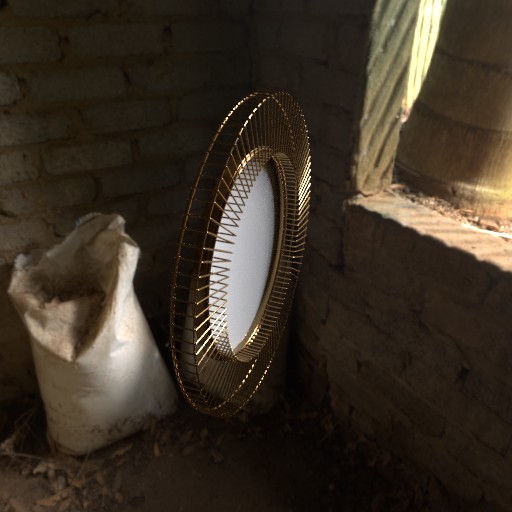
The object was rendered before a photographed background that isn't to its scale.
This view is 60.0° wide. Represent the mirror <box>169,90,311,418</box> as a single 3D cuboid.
[{"bbox_3d":[0.000,0.000,1.006,0.067,0.703,0.703,11,32,18],"label":"mirror"}]
